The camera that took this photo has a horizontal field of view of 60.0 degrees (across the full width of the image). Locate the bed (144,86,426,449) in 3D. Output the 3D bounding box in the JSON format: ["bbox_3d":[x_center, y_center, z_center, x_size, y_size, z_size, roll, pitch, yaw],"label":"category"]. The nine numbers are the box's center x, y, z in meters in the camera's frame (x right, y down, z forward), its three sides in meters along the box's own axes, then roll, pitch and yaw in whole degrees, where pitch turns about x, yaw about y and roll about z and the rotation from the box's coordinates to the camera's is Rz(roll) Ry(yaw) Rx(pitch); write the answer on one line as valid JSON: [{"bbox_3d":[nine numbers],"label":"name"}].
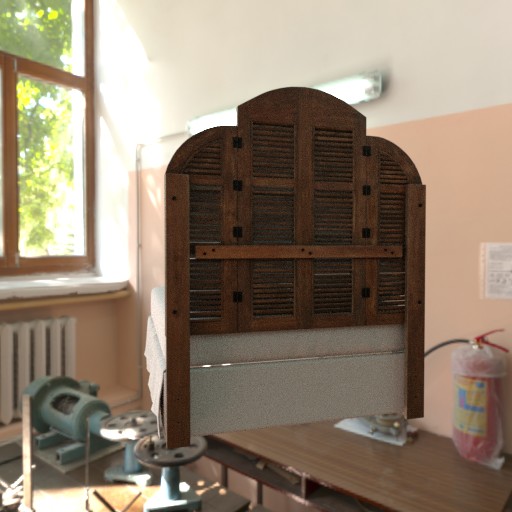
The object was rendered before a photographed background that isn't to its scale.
[{"bbox_3d":[0.000,0.000,3.592,1.713,2.019,2.138,0,1,-16],"label":"bed"}]
